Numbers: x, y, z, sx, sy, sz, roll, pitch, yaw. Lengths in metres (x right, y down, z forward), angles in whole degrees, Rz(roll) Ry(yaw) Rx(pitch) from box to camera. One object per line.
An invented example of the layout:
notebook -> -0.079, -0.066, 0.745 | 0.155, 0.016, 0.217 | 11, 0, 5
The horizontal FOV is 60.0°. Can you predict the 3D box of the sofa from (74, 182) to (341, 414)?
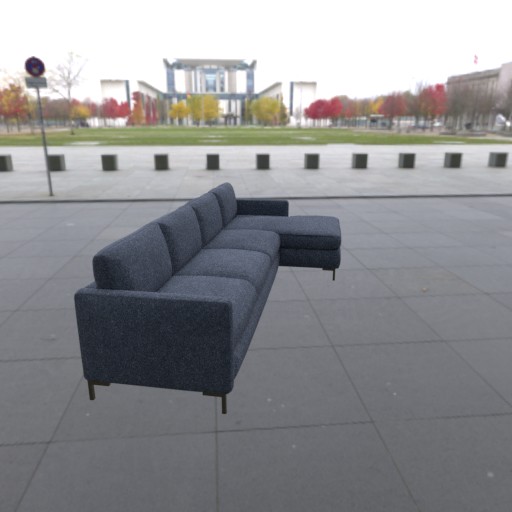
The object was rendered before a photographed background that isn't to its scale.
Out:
sofa -> 0.000, 0.000, 3.476 | 1.350, 0.810, 2.932 | 3, 17, 9
